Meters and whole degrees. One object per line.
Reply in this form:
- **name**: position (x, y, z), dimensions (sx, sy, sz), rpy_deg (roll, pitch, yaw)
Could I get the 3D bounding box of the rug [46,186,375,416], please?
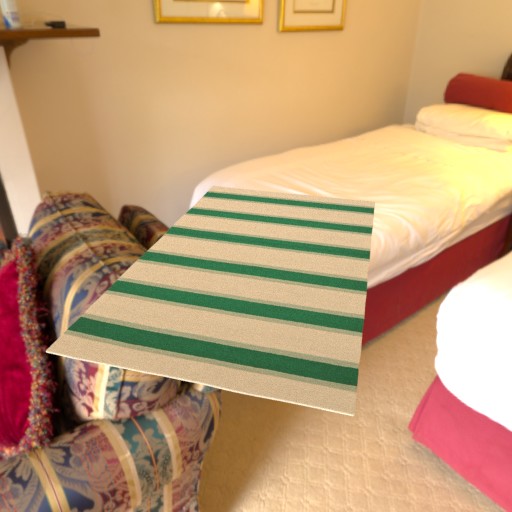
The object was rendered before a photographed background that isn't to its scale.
- **rug**: position (0.000, 0.000, 3.058), dimensions (1.521, 0.015, 2.436), rpy_deg (8, 30, 13)
